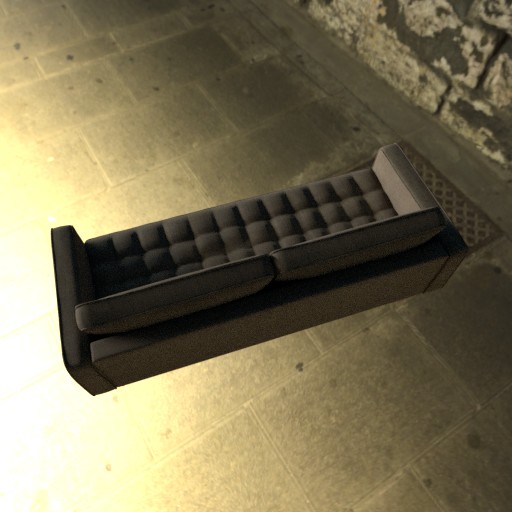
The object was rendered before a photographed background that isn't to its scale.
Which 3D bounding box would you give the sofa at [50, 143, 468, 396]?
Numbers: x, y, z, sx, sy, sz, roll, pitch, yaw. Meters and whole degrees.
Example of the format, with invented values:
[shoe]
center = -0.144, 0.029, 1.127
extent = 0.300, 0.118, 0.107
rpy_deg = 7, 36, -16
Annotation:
[sofa]
center = 0.000, 0.000, 2.693
extent = 2.295, 0.813, 0.923
rpy_deg = -15, 60, -9
